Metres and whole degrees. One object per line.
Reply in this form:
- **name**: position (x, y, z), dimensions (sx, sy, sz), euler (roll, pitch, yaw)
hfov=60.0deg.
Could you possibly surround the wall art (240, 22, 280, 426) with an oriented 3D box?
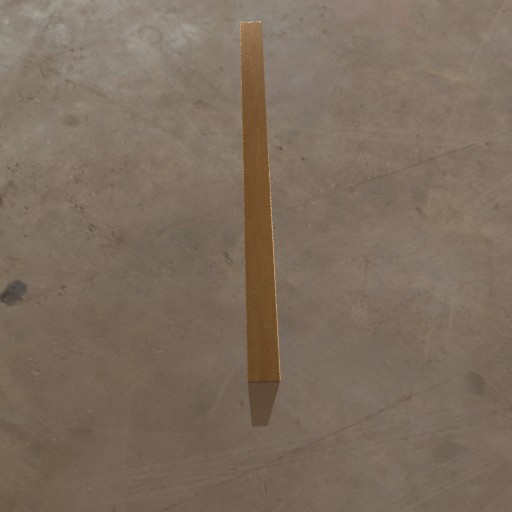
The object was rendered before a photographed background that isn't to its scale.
- **wall art**: position (0.000, 0.000, 0.452), dimensions (0.019, 0.302, 0.302), euler (-2, 65, -1)
